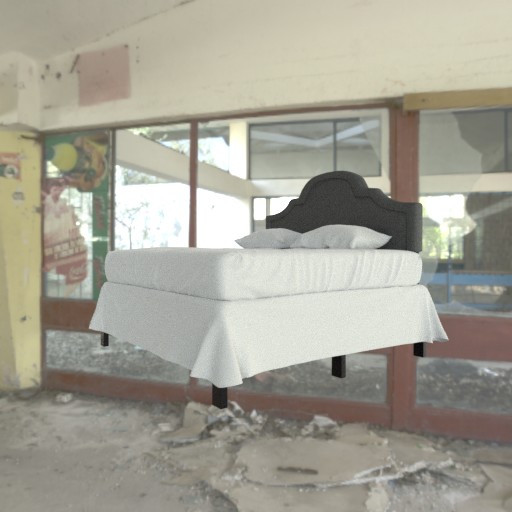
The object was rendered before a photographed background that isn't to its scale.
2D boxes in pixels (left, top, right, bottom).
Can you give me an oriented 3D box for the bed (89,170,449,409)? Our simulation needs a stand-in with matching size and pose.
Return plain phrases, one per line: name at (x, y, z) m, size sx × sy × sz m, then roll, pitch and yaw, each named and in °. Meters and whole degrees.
bed at (0.000, 0.000, 3.800) m, size 2.222 × 1.631 × 2.303 m, roll -1°, pitch 1°, yaw -37°
